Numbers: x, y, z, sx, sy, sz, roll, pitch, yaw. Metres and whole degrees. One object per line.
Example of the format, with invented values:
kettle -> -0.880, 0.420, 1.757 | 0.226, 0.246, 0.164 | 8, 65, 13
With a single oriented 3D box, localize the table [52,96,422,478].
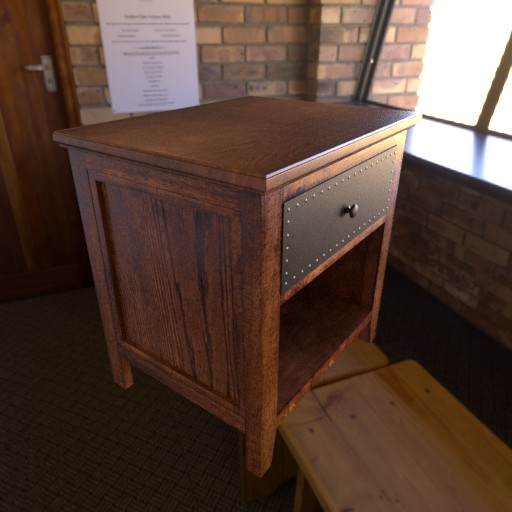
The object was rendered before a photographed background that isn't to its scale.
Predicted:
table -> 0.000, 0.000, 1.003 | 0.461, 0.597, 0.586 | 19, 33, 32
